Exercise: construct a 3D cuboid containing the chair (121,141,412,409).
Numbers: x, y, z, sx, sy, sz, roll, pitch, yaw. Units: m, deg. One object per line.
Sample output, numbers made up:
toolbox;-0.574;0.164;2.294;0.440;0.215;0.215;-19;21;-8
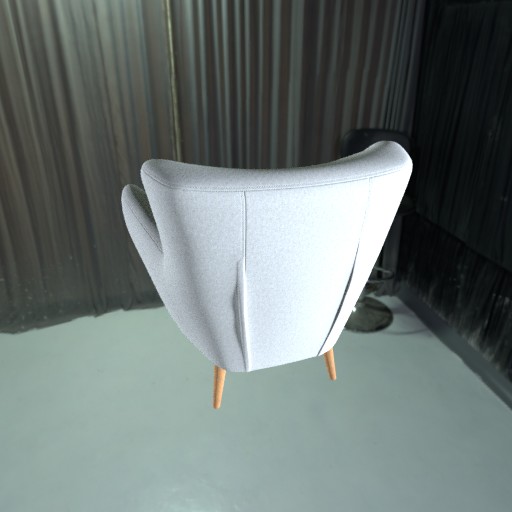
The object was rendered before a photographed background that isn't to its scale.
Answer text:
chair;0.000;0.000;1.646;0.890;0.889;0.889;-8;28;-16
